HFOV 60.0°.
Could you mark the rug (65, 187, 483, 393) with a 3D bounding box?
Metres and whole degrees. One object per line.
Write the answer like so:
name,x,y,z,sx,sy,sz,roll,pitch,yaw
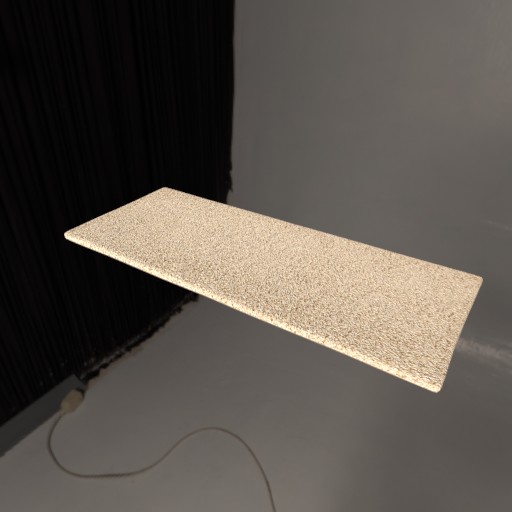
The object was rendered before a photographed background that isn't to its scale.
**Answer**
rug,0.000,0.000,1.707,1.524,0.030,0.609,19,36,28
